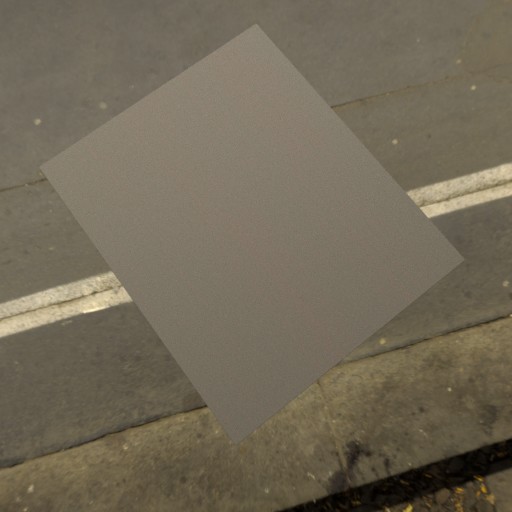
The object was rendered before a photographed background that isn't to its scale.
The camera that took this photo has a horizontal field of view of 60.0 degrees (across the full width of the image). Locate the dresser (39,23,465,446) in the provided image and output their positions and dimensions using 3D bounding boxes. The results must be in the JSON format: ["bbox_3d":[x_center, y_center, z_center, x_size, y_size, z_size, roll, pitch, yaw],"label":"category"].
[{"bbox_3d":[0.000,0.000,0.802,0.360,0.560,0.400,-37,80,-7],"label":"dresser"}]
